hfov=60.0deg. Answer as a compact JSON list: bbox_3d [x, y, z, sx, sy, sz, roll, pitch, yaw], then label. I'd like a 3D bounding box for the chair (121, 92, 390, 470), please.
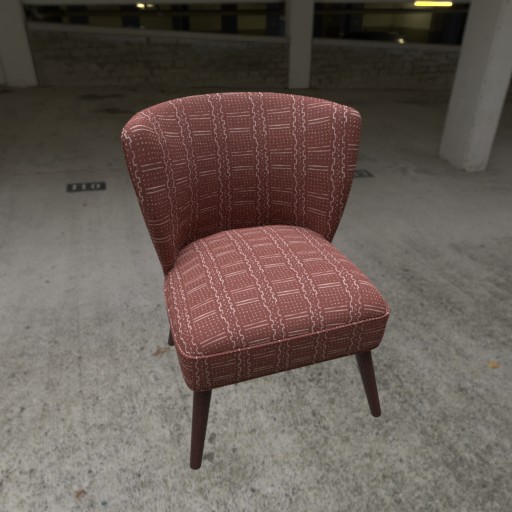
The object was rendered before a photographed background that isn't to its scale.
[{"bbox_3d":[0.000,0.000,1.406,0.706,0.866,0.758,-9,32,-15],"label":"chair"}]
